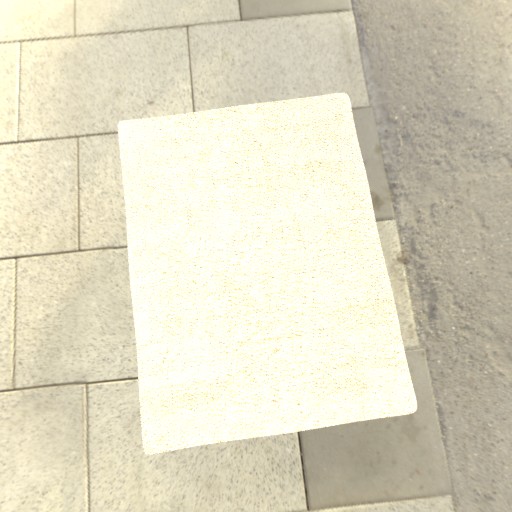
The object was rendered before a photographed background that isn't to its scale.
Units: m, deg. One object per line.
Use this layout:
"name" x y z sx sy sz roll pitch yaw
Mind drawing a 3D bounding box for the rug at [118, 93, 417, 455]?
"rug" 0.000 0.000 2.105 1.200 0.027 1.600 -8 76 -2
